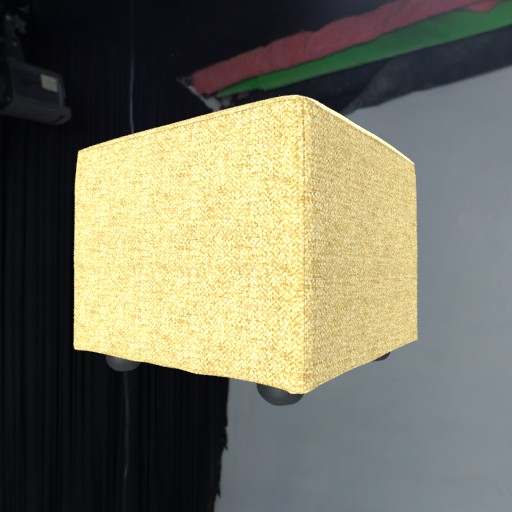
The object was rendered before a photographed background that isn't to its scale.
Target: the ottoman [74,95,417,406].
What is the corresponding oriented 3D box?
[{"bbox_3d":[0.000,0.000,0.893,0.512,0.441,0.505,-1,-2,36],"label":"ottoman"}]
